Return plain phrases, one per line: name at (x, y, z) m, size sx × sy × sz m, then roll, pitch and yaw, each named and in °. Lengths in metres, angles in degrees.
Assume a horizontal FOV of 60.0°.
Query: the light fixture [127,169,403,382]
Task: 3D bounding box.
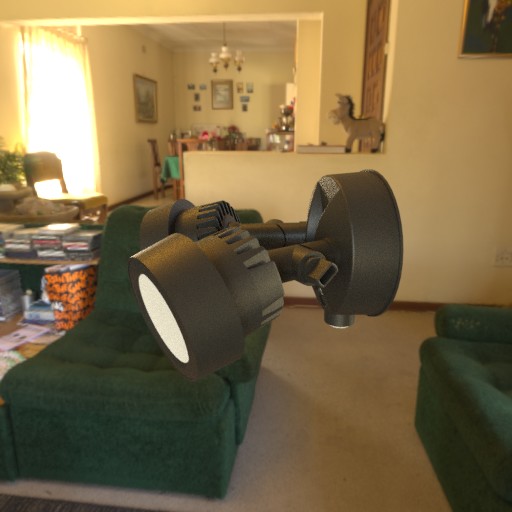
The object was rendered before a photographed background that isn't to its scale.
light fixture at (0.000, 0.000, 0.317) m, size 0.168 × 0.120 × 0.213 m, roll -3°, pitch 16°, yaw -10°
